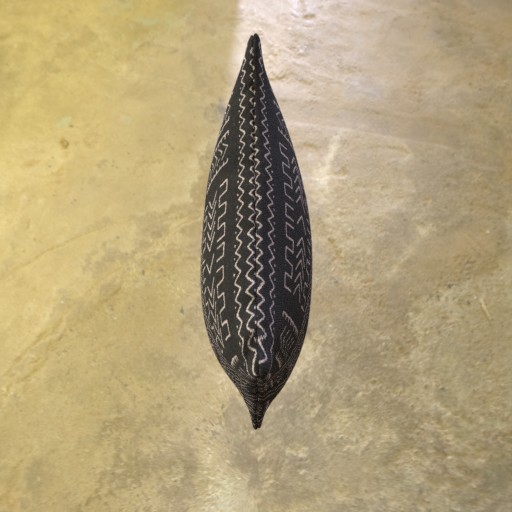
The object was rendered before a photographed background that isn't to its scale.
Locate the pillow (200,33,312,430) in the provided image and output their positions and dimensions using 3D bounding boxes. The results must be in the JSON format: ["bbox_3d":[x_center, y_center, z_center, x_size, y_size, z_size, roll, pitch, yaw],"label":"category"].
[{"bbox_3d":[0.000,0.000,0.652,0.164,0.430,0.438,-1,63,0],"label":"pillow"}]
